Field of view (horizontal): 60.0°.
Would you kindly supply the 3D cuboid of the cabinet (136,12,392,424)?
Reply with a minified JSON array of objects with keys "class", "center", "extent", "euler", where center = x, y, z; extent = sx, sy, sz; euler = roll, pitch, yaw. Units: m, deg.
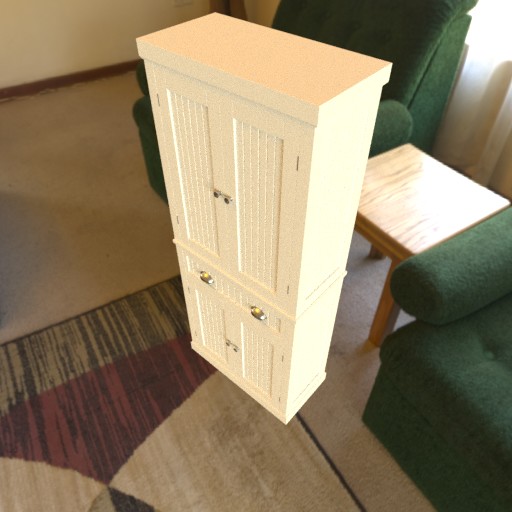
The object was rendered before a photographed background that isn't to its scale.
[{"class":"cabinet","center":[0.000,0.000,2.049],"extent":[0.754,1.829,0.390],"euler":[31,52,28]}]
